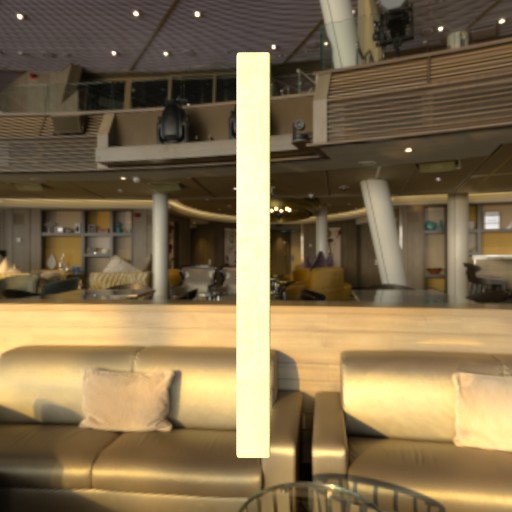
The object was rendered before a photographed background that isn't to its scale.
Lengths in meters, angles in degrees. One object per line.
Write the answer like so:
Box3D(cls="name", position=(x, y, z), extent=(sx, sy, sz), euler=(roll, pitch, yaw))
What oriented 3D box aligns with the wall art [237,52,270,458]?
Box3D(cls="wall art", position=(0.000, 0.000, 0.683), extent=(0.032, 0.381, 0.533), euler=(0, 0, 1))
